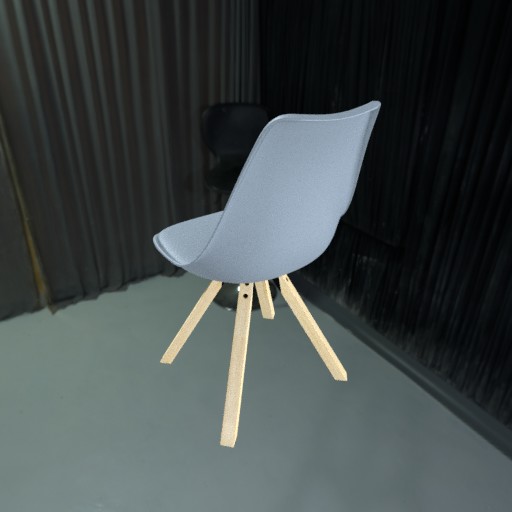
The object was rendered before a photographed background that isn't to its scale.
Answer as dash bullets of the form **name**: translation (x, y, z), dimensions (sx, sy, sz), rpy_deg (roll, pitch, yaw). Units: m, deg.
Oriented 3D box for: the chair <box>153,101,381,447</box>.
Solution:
- **chair**: translation (0.000, 0.000, 1.194), dimensions (0.485, 0.850, 0.549), rpy_deg (-19, 34, -30)
